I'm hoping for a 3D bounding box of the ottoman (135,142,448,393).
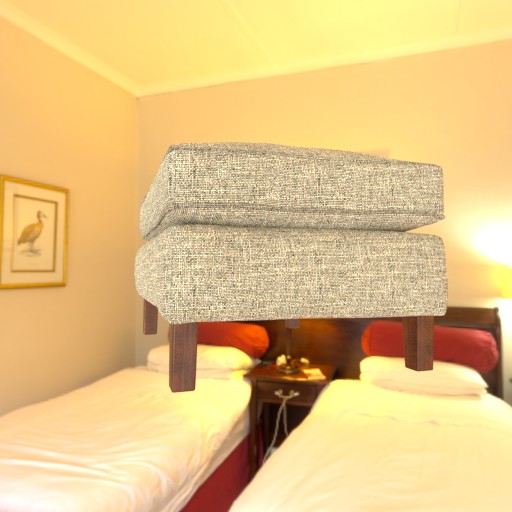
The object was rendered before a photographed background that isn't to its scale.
[{"bbox_3d":[0.000,0.000,0.990,0.508,0.406,0.686,0,-2,-18],"label":"ottoman"}]
